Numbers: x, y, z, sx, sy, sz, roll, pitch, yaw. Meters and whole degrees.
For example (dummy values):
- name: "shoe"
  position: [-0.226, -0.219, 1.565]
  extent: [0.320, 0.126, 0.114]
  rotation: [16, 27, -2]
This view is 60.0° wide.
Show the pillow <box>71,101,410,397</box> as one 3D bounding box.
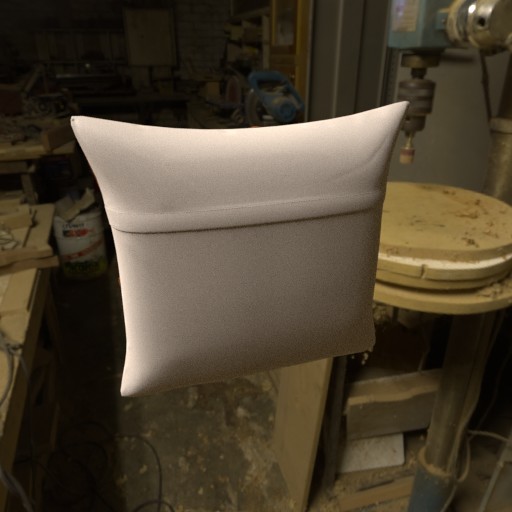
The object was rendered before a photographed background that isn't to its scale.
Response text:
- name: "pillow"
  position: [0.000, 0.000, 0.741]
  extent: [0.501, 0.477, 0.192]
  rotation: [-8, 27, -15]
